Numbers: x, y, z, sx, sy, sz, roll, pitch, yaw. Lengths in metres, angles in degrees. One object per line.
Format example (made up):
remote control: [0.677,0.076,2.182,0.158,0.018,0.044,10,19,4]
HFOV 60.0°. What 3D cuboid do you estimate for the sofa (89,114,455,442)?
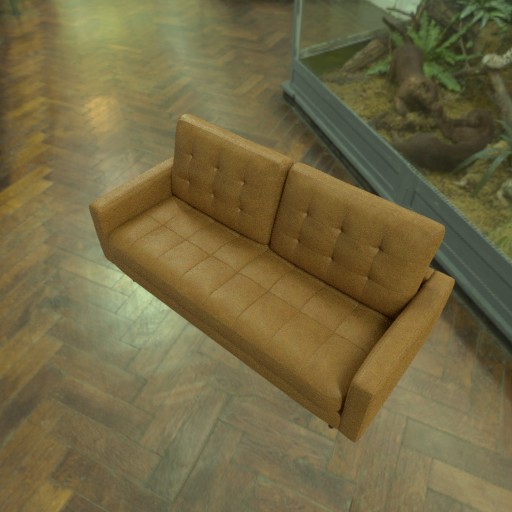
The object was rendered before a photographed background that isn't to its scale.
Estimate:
sofa: [0.000,0.000,2.350,1.821,0.898,0.850,31,52,27]
